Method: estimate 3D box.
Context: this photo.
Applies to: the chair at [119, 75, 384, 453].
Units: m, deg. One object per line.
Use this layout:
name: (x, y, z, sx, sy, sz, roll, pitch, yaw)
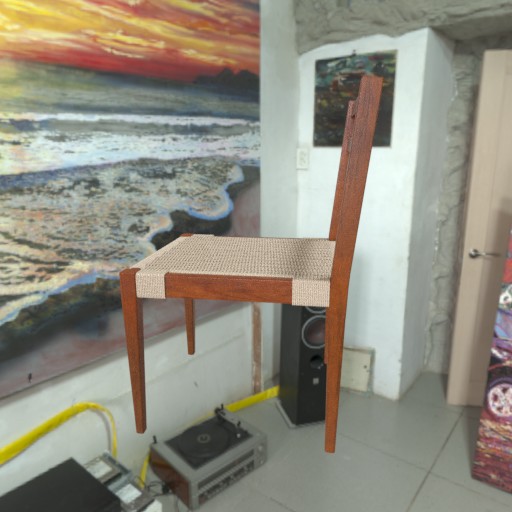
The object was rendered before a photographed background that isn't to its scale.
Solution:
chair: (0.000, 0.000, 1.225, 0.569, 0.851, 0.495, 2, 14, 8)
